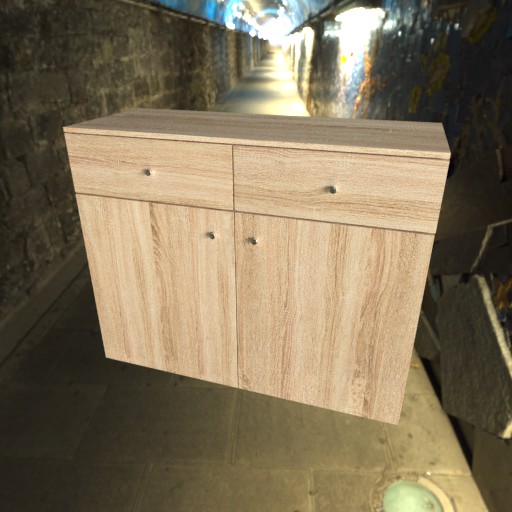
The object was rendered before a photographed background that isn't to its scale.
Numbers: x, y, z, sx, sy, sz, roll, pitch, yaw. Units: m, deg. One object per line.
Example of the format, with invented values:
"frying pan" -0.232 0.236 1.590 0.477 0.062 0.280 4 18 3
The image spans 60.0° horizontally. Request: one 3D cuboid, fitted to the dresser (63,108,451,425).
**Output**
"dresser" 0.000 0.000 1.571 1.100 0.900 0.450 8 27 16
